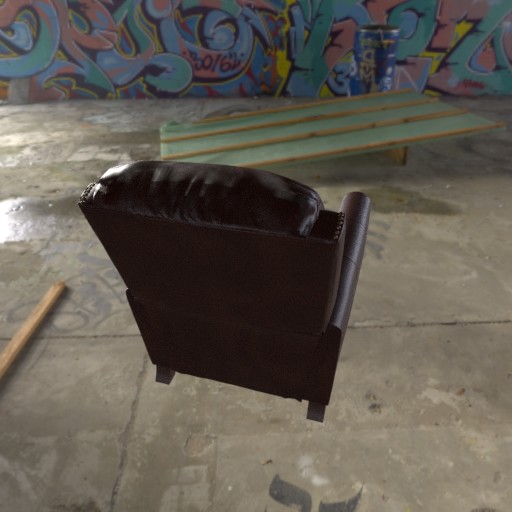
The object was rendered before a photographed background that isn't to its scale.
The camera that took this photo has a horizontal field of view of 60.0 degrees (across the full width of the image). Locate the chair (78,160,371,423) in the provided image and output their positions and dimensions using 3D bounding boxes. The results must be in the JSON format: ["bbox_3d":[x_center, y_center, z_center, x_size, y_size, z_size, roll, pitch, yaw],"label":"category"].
[{"bbox_3d":[0.000,0.000,1.790,0.826,1.022,1.089,9,32,15],"label":"chair"}]
